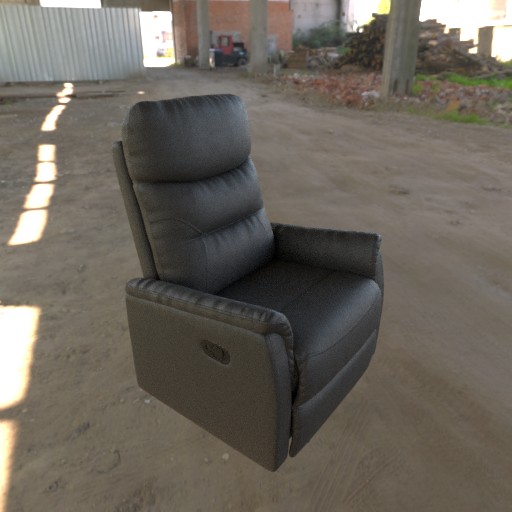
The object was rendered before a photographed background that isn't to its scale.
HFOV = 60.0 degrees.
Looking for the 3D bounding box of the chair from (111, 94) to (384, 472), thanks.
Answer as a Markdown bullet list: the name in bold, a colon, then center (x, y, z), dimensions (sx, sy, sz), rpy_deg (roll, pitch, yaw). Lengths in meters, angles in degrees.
- **chair**: center (0.000, 0.000, 1.627), dimensions (0.831, 1.082, 0.775), rpy_deg (18, 30, 33)
